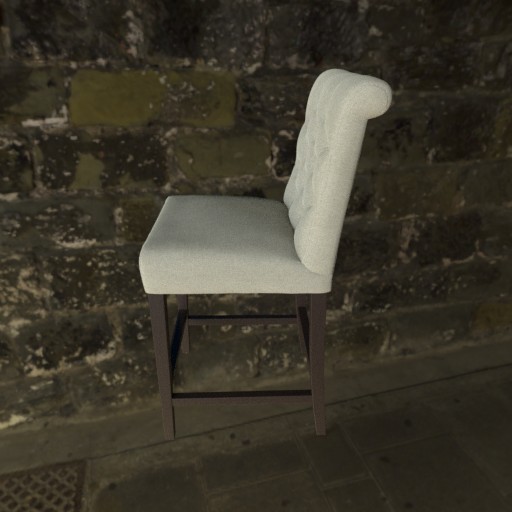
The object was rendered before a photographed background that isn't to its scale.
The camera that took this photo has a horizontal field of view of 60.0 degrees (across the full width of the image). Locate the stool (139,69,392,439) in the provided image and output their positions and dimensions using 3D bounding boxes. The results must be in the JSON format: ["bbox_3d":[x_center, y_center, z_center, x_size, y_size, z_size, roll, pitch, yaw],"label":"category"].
[{"bbox_3d":[0.000,0.000,1.356,0.601,1.040,0.493,-1,25,-1],"label":"stool"}]
